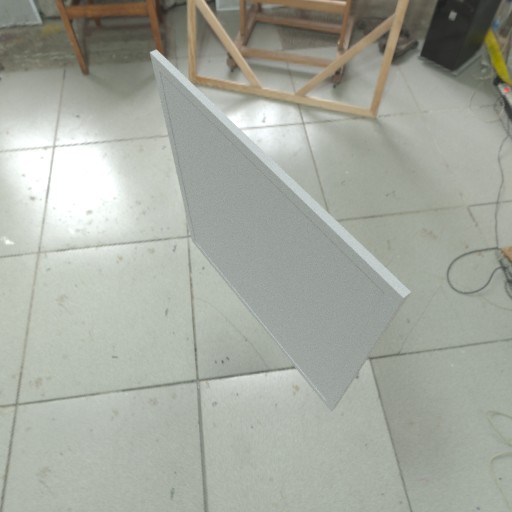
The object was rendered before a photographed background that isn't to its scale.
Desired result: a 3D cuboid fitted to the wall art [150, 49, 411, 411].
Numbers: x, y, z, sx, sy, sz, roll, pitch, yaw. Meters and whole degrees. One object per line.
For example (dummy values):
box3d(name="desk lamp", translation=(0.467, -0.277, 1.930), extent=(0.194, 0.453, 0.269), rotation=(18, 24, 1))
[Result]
box3d(name="wall art", translation=(0.000, 0.000, 1.002), extent=(0.015, 0.660, 0.660), rotation=(-33, 64, -18))
